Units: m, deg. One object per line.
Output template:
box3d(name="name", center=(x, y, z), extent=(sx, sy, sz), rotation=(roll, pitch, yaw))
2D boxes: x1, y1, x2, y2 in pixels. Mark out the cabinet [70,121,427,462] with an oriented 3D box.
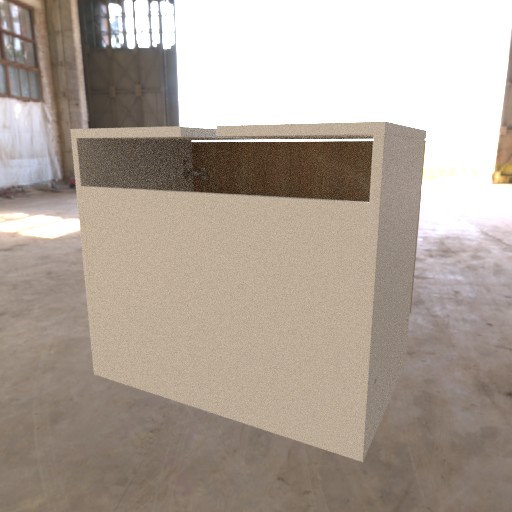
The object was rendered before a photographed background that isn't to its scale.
box3d(name="cabinet", center=(0.000, 0.000, 0.953), extent=(0.600, 0.522, 0.400), rotation=(7, 16, 27))
